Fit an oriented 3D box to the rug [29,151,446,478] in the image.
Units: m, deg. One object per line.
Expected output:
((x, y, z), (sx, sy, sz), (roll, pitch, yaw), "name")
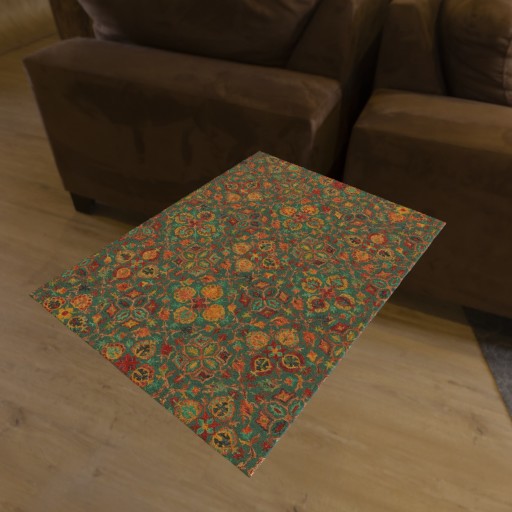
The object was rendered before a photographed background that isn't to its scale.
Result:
((0.000, 0.000, 4.164), (2.434, 0.025, 3.204), (28, 49, 28), "rug")
